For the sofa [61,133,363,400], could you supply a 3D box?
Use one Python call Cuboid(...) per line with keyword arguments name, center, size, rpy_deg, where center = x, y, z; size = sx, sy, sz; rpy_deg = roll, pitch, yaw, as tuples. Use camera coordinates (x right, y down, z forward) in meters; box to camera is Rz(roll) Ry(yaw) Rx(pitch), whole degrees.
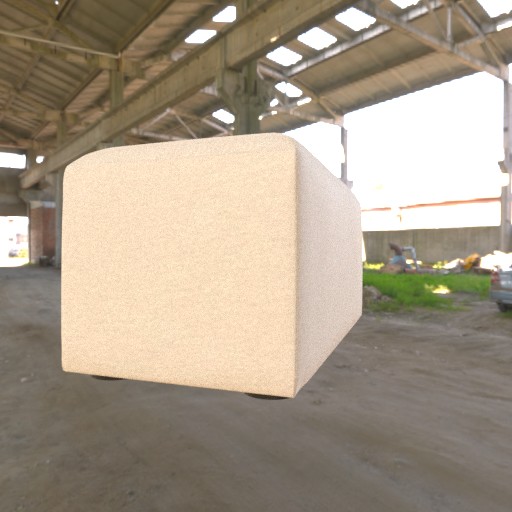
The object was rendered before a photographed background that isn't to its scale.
Cuboid(name="sofa", center=(0.000, 0.000, 1.198), size=(0.480, 0.470, 0.930), rpy_deg=(0, 1, 20))
